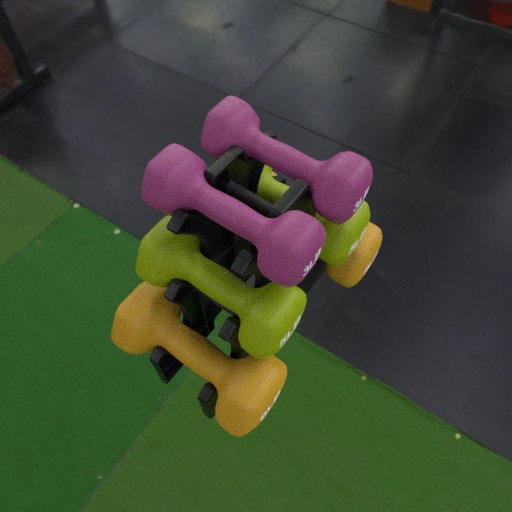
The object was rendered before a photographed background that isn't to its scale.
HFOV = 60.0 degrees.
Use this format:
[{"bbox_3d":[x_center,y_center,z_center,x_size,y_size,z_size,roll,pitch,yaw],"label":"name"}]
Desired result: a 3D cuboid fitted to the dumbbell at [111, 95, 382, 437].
[{"bbox_3d":[0.000,0.000,0.468,0.190,0.271,0.300,32,62,19],"label":"dumbbell"}]
